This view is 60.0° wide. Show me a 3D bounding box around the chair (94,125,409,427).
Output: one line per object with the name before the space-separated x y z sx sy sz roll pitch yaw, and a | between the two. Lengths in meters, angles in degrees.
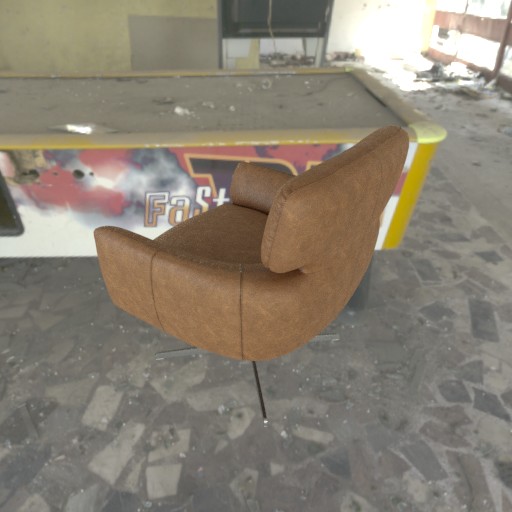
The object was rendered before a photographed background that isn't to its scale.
chair | 0.000 0.000 1.379 0.715 0.812 0.706 21 37 30
